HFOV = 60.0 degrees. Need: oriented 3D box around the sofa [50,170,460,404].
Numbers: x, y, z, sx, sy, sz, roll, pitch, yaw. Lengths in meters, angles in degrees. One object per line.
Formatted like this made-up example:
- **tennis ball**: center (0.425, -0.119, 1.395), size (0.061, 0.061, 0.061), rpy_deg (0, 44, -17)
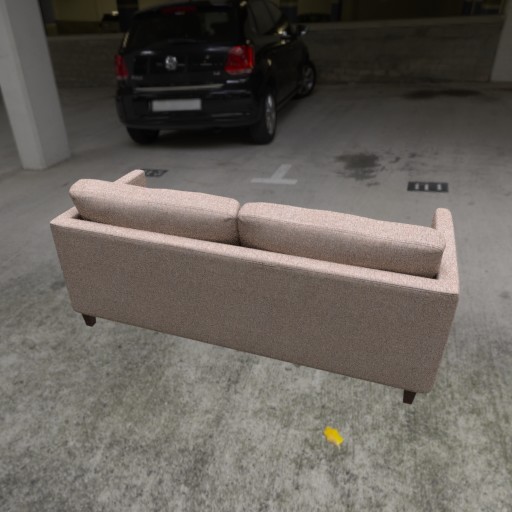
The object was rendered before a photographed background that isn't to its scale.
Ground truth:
- **sofa**: center (0.000, 0.000, 2.734), size (2.208, 0.965, 0.951), rpy_deg (10, 32, 16)
